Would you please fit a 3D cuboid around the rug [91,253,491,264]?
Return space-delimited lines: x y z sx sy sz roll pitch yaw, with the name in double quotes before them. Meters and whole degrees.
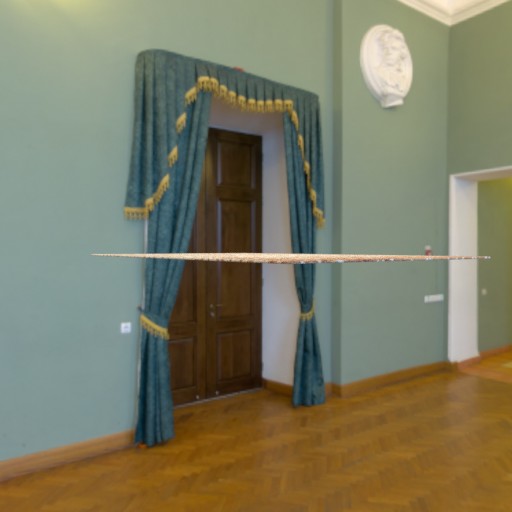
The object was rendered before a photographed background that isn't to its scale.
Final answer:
"rug" 0.000 0.000 3.043 1.517 0.011 2.435 -1 1 -36
